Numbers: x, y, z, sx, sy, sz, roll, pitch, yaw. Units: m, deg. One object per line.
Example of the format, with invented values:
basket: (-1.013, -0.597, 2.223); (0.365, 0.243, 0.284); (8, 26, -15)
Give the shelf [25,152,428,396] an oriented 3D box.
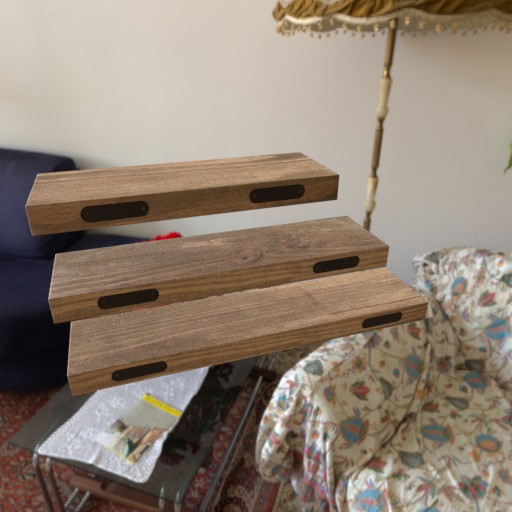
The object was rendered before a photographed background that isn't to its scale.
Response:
shelf: (0.000, 0.000, 0.723); (0.610, 0.293, 0.140); (-9, 28, -16)
